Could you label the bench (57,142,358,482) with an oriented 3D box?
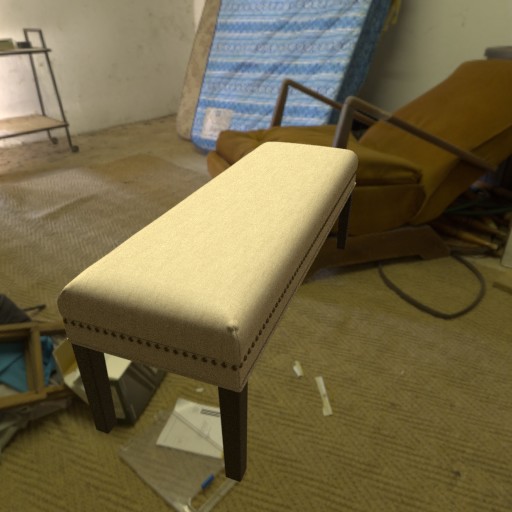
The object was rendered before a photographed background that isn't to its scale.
[{"bbox_3d":[0.000,0.000,1.417,0.410,0.457,1.219,11,31,18],"label":"bench"}]
